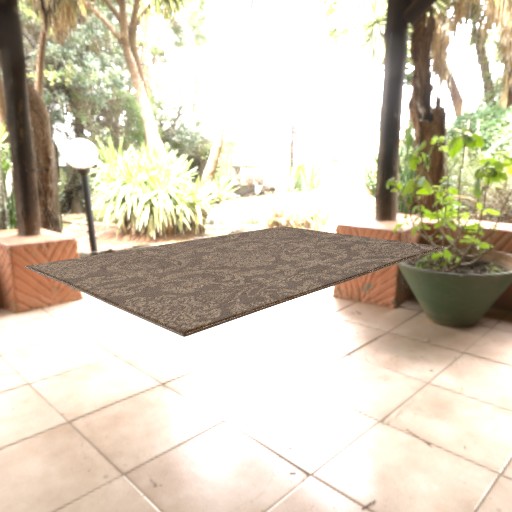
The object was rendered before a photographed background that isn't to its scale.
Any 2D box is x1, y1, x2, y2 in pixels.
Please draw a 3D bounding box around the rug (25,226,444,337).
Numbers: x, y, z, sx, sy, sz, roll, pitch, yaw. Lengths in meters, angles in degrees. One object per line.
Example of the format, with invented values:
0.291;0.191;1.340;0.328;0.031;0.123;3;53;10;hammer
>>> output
0.000;0.000;2.278;1.206;0.012;1.824;11;16;43;rug
